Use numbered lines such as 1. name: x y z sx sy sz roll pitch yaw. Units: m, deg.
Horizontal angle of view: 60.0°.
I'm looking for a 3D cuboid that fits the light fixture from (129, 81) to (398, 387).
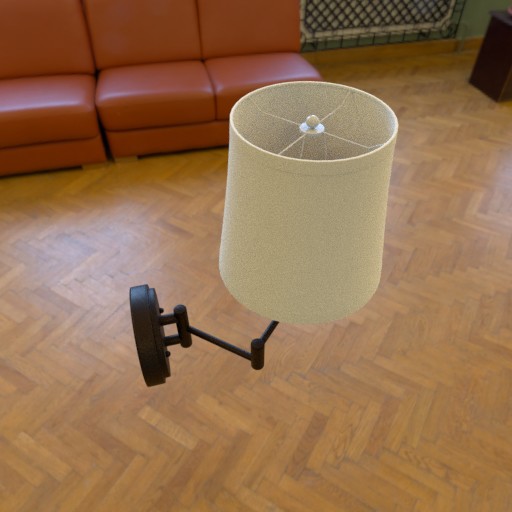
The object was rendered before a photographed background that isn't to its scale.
1. light fixture: 0.000 0.000 0.265 0.157 0.172 0.100 -11 46 -11
